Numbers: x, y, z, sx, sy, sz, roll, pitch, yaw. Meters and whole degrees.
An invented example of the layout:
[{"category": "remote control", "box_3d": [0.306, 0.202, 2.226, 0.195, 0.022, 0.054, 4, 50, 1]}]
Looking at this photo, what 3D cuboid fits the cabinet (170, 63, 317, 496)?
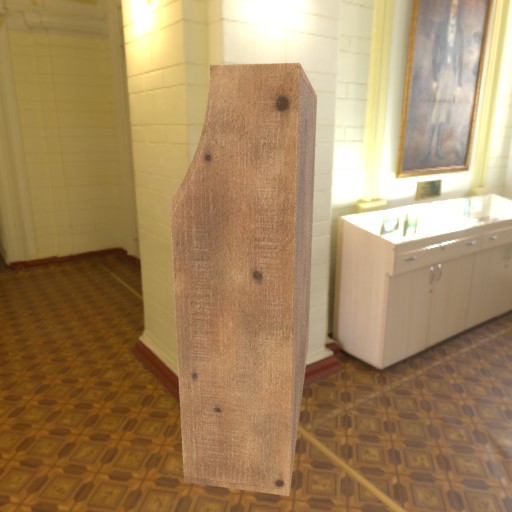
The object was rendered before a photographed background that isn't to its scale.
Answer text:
[{"category": "cabinet", "box_3d": [0.000, 0.000, 0.819, 0.184, 0.590, 0.489, 3, 16, 9]}]
